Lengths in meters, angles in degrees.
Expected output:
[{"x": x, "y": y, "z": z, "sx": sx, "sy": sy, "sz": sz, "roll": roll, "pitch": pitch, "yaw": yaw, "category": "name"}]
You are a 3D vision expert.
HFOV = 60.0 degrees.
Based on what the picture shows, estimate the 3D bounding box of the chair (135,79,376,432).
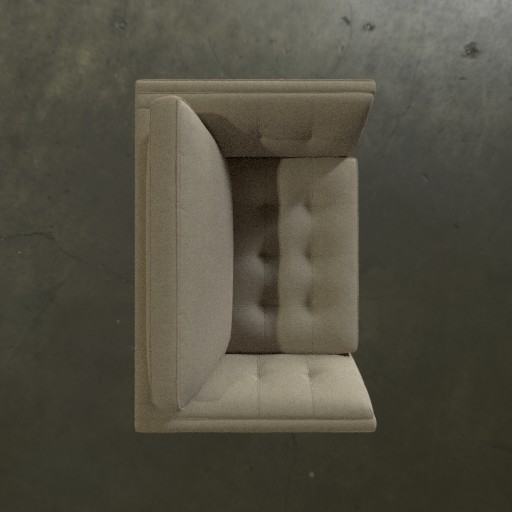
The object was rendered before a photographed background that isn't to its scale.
[{"x": 0.000, "y": 0.000, "z": 2.043, "sx": 0.965, "sy": 0.940, "sz": 1.397, "roll": 0, "pitch": 90, "yaw": -1, "category": "chair"}]
